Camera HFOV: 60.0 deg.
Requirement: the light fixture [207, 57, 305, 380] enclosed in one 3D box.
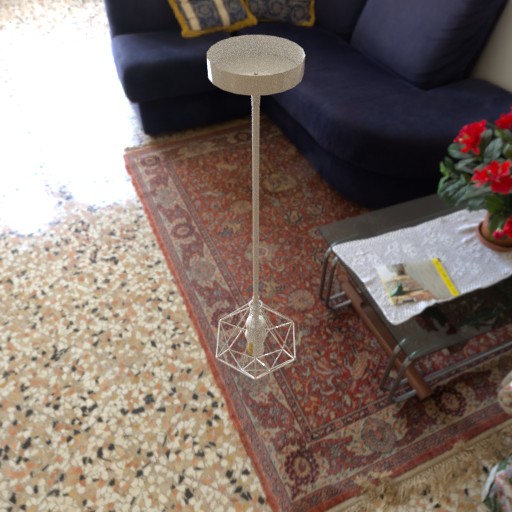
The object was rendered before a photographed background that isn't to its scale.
[{"bbox_3d":[0.000,0.000,1.968,0.487,1.764,0.431,24,51,21],"label":"light fixture"}]
